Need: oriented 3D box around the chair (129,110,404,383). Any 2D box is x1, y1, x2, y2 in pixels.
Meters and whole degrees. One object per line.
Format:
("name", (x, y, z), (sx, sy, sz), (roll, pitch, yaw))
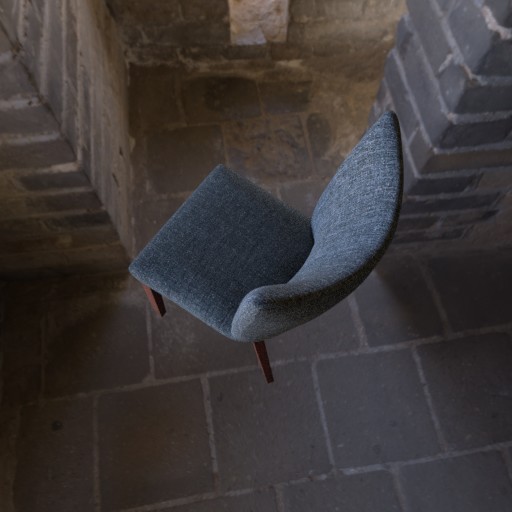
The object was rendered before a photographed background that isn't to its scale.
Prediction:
("chair", (0.000, 0.000, 1.300), (0.623, 0.924, 0.535), (31, 68, 14))
